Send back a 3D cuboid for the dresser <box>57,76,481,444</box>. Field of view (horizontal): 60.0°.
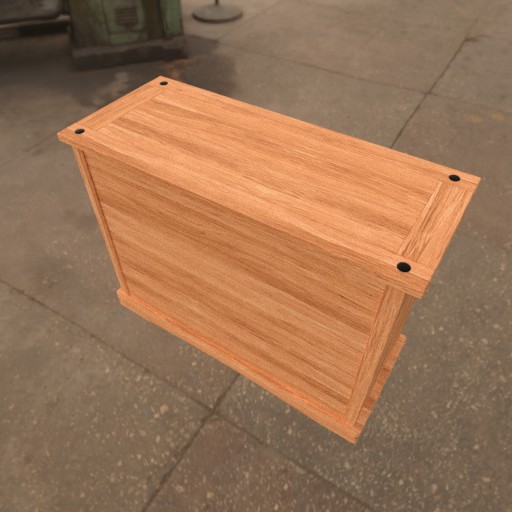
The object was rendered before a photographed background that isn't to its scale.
[{"bbox_3d":[0.000,0.000,1.367,0.990,0.740,0.410,25,51,22],"label":"dresser"}]
